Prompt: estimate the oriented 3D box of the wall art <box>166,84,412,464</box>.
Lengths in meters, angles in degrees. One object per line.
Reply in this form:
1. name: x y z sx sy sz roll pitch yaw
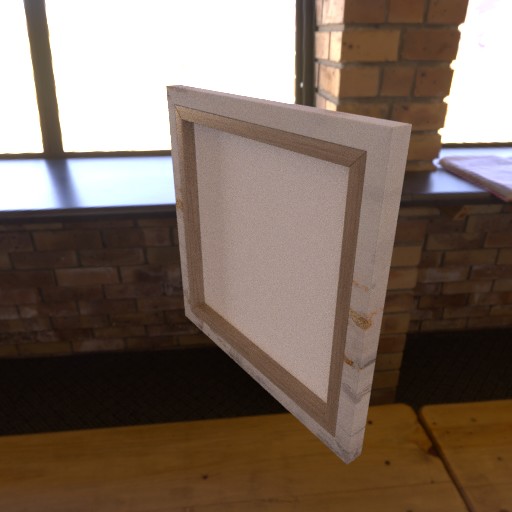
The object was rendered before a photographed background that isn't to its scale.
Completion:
1. wall art: 0.000 0.000 0.912 0.040 0.613 0.611 -19 32 -33
